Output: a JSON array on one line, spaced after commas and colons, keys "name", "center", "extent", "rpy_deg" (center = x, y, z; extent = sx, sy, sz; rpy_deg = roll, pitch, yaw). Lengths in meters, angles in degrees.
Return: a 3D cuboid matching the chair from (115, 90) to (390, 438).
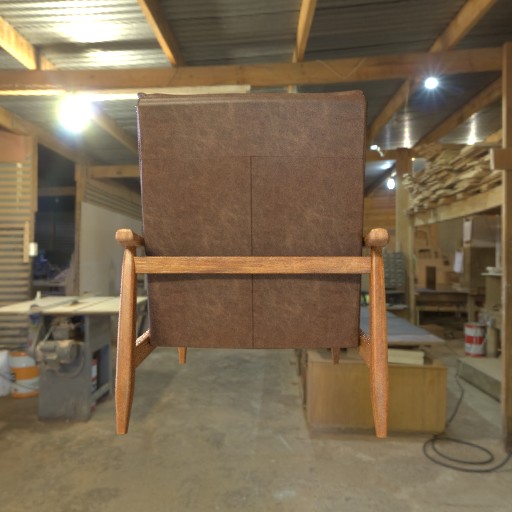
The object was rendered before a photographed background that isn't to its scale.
[{"name": "chair", "center": [0.000, 0.000, 1.499], "extent": [0.782, 0.897, 0.830], "rpy_deg": [0, 0, 2]}]
